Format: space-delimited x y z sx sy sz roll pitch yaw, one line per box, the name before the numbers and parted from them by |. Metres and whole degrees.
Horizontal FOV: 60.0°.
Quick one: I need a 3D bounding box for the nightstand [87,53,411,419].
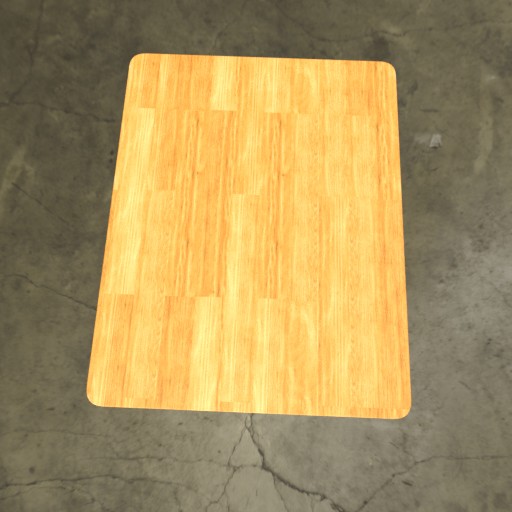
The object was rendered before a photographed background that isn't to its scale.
nightstand | 0.000 0.000 0.893 0.440 0.470 0.560 2 75 1
